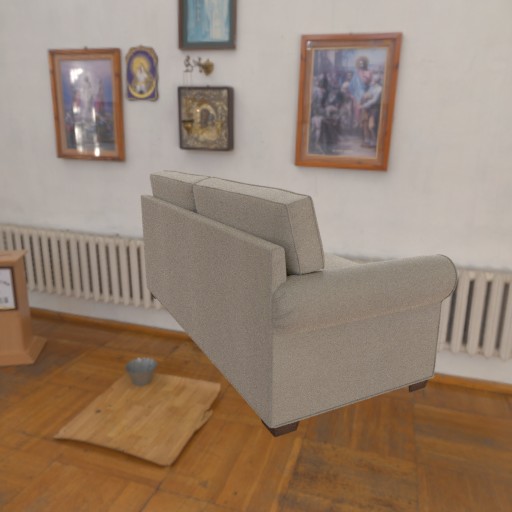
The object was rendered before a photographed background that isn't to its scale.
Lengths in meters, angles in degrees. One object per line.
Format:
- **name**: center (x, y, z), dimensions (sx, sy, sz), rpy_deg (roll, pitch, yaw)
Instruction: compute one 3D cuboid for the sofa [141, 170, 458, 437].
- **sofa**: center (0.000, 0.000, 2.667), dimensions (0.901, 0.962, 2.146), rpy_deg (-7, 16, -26)
